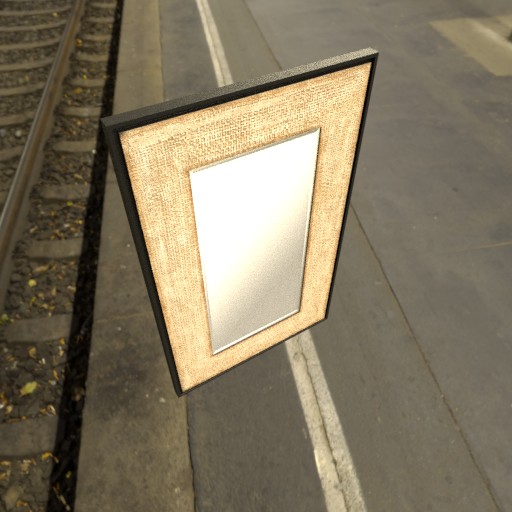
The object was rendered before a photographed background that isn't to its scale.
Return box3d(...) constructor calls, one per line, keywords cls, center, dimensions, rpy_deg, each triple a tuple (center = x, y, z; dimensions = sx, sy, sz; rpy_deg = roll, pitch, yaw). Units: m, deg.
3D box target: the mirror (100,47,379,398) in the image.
box3d(cls="mirror", center=(0.000, 0.000, 1.517), dimensions=(0.762, 1.219, 0.038), rpy_deg=(-23, 50, -21))
